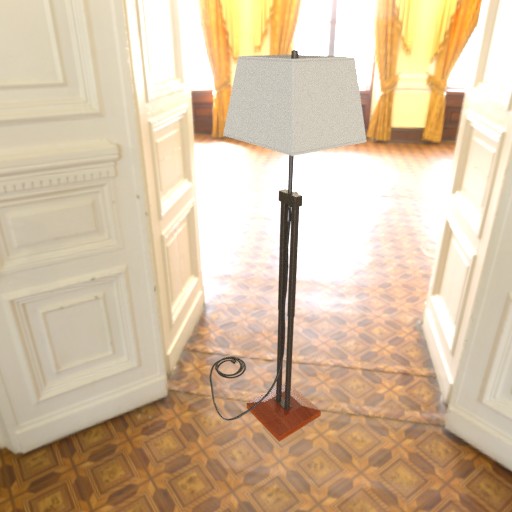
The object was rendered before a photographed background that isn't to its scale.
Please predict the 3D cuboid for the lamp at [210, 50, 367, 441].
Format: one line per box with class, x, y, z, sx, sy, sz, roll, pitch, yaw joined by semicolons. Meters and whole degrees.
lamp;0.000;0.000;2.024;0.472;1.712;0.745;-18;31;-32
